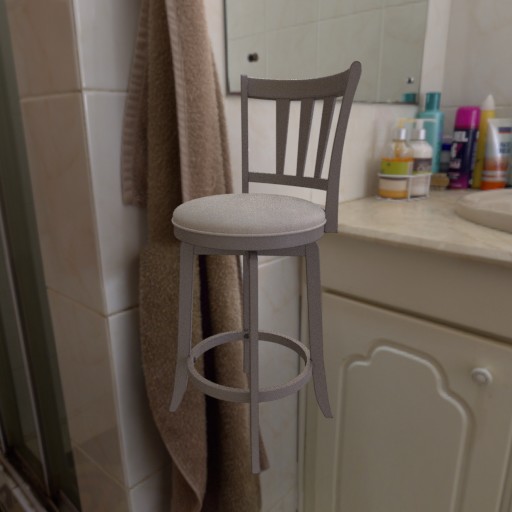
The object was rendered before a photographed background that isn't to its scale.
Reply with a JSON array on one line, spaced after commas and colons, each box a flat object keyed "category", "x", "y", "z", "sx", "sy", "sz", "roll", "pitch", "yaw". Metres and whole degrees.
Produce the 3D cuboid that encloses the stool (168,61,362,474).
[{"category": "stool", "x": 0.000, "y": 0.000, "z": 1.275, "sx": 0.436, "sy": 1.023, "sz": 0.475, "roll": 16, "pitch": 22, "yaw": 43}]
